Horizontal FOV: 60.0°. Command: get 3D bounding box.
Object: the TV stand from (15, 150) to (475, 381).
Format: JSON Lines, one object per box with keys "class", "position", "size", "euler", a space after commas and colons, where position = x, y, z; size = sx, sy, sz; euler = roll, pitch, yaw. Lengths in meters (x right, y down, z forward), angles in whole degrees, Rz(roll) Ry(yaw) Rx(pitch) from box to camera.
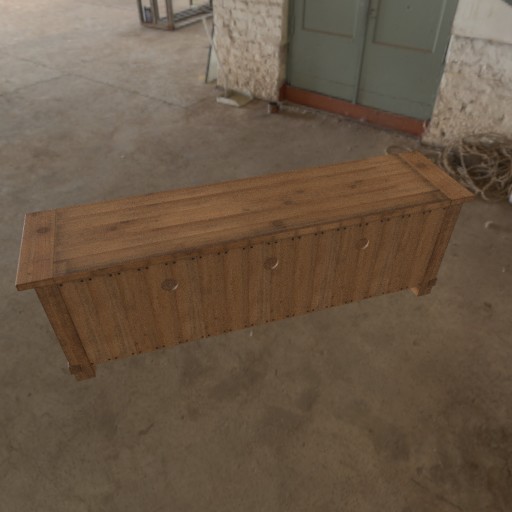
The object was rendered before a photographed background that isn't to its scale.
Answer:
{"class": "TV stand", "position": [0.000, 0.000, 2.011], "size": [1.804, 0.573, 0.453], "euler": [-12, 42, -13]}
